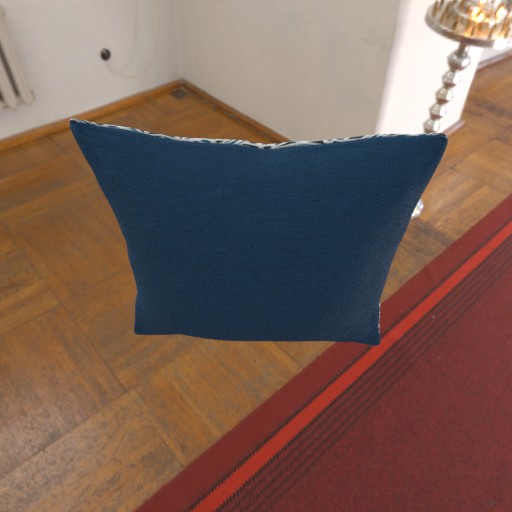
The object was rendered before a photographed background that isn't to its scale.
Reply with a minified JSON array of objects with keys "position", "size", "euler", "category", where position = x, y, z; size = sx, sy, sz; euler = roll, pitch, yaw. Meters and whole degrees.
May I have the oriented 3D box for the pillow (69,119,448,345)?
[{"position":[0.000,0.000,0.650],"size":[0.440,0.420,0.145],"euler":[2,45,2],"category":"pillow"}]
